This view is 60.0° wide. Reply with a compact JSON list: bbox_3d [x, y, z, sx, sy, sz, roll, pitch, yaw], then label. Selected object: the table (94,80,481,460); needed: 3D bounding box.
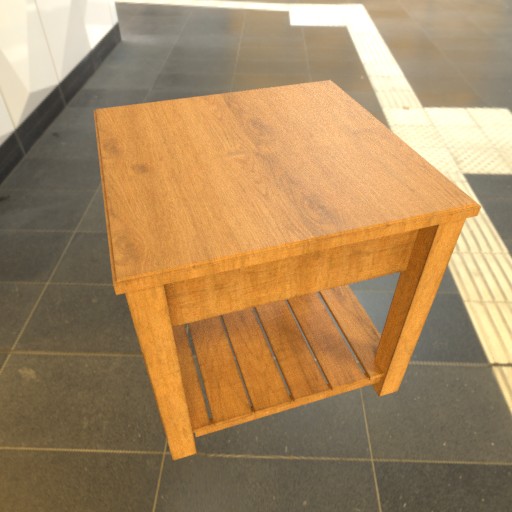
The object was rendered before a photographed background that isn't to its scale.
[{"bbox_3d":[0.000,0.000,1.102,0.616,0.593,0.612,-12,43,-13],"label":"table"}]
